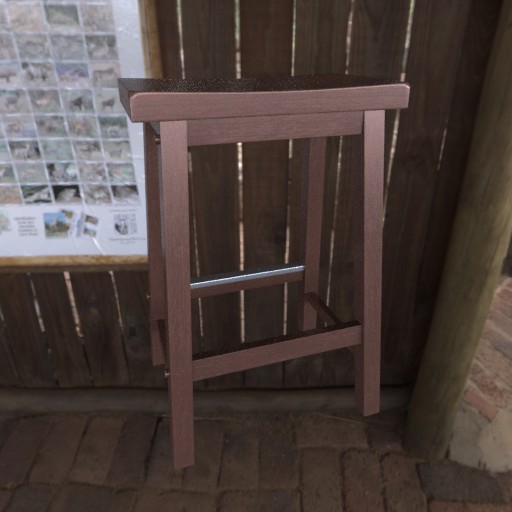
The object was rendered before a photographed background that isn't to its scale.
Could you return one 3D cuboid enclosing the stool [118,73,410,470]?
[{"bbox_3d":[0.000,0.000,0.823,0.406,0.610,0.322,-9,27,-17],"label":"stool"}]
